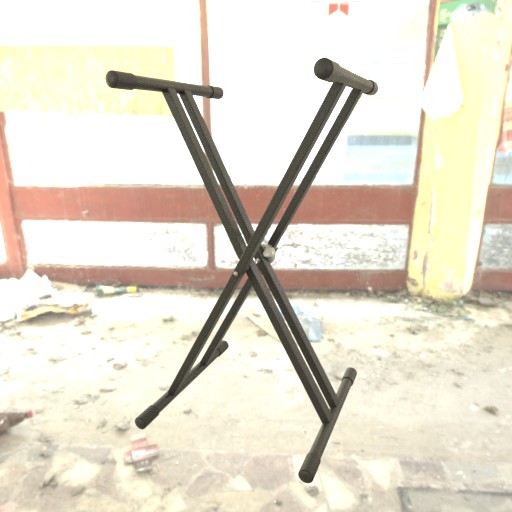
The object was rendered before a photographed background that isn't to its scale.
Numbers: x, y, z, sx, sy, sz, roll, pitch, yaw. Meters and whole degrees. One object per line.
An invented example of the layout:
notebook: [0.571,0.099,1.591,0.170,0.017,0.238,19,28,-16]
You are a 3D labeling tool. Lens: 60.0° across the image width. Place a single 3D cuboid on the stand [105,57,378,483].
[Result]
stand: [0.000,0.000,1.192,0.503,0.900,0.495,7,18,23]
